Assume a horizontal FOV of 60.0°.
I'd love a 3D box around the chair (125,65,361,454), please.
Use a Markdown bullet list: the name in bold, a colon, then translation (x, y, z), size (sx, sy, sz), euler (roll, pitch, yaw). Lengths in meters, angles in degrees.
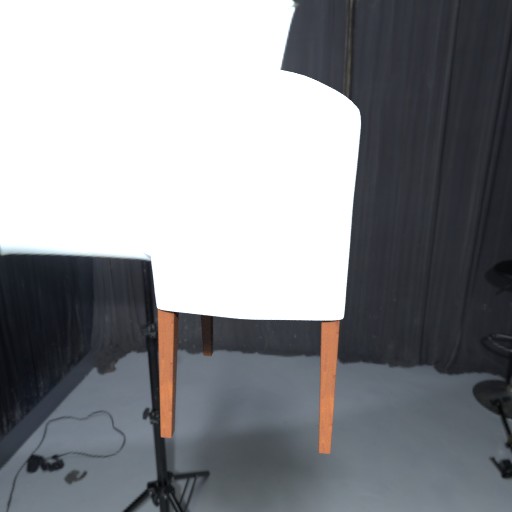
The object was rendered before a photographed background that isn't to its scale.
- **chair**: translation (0.000, 0.000, 1.199), size (0.472, 0.893, 0.540), euler (2, 17, 8)
